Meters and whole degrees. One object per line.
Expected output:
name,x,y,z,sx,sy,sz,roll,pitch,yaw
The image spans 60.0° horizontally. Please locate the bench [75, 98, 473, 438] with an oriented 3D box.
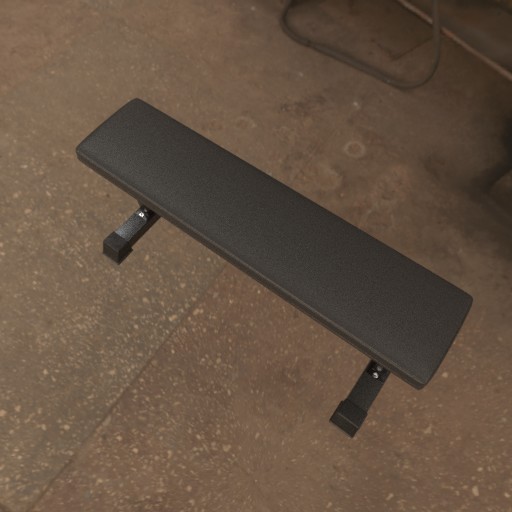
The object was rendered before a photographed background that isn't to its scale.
bench,0.000,0.000,1.293,1.072,0.453,0.439,33,68,16
